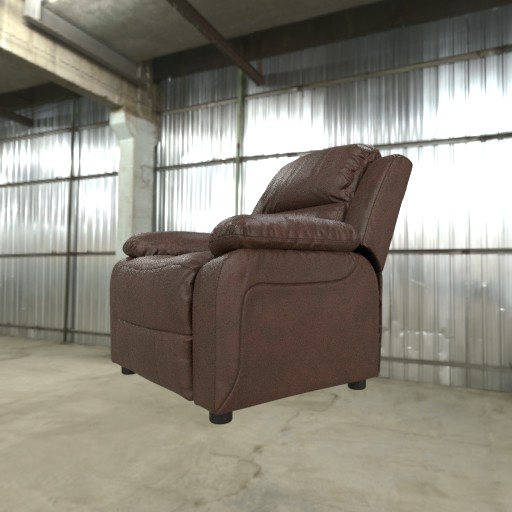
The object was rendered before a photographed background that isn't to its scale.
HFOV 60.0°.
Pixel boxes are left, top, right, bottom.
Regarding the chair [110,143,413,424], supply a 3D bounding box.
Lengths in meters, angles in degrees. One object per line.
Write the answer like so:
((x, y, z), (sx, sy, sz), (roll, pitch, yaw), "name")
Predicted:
((0.000, 0.000, 1.290), (0.707, 0.702, 0.680), (1, -2, -36), "chair")
